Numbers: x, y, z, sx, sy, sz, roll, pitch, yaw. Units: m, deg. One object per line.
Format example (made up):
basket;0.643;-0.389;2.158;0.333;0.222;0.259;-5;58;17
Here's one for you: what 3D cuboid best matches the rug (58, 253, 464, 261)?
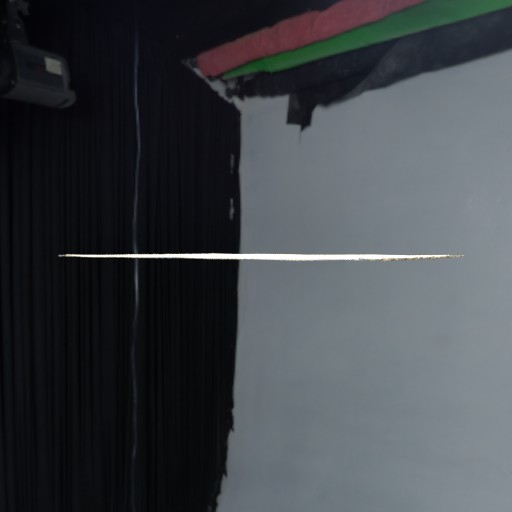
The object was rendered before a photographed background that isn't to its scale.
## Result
rug;0.000;0.000;2.408;1.861;0.017;1.218;1;1;37
